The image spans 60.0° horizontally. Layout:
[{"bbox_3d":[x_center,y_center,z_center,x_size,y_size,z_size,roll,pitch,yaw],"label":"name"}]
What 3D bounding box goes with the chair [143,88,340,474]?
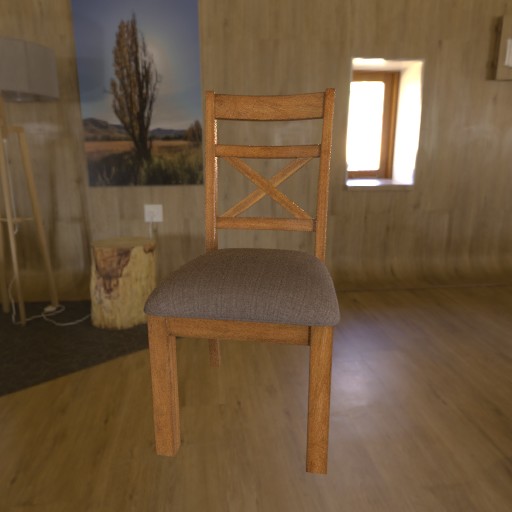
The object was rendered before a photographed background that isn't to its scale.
[{"bbox_3d":[0.000,0.000,1.263,0.470,0.949,0.581,2,14,9],"label":"chair"}]
